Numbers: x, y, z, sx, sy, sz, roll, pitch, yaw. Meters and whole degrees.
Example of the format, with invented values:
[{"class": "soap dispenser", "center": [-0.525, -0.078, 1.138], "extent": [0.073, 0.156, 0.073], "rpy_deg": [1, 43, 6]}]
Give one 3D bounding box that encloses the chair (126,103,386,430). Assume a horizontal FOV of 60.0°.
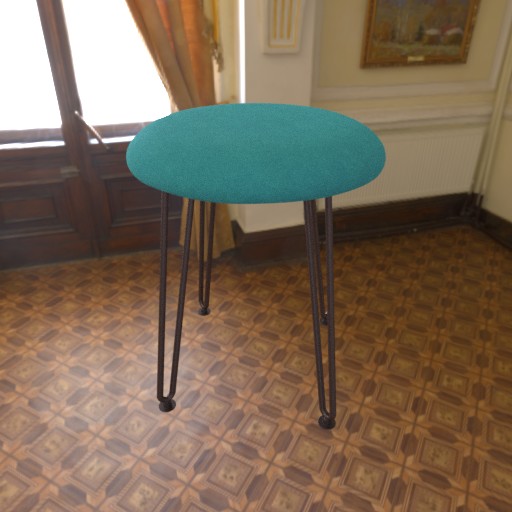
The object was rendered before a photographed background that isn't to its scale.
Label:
[{"class": "chair", "center": [0.000, 0.000, 0.701], "extent": [0.350, 0.430, 0.350], "rpy_deg": [-2, 29, -4]}]
